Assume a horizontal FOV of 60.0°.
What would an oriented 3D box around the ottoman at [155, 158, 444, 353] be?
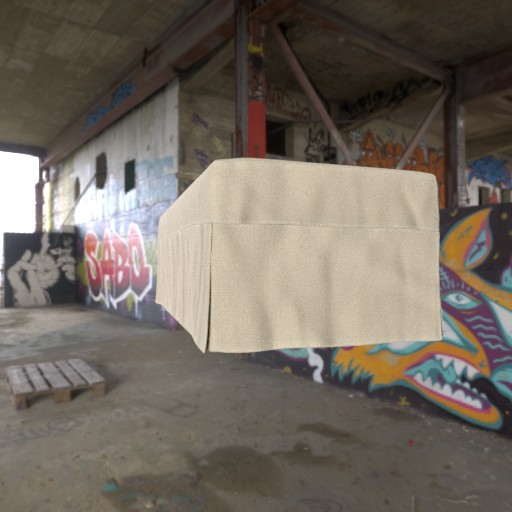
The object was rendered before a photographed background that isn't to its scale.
[{"bbox_3d":[0.000,0.000,1.720,0.665,0.457,1.388,0,-1,-17],"label":"ottoman"}]
